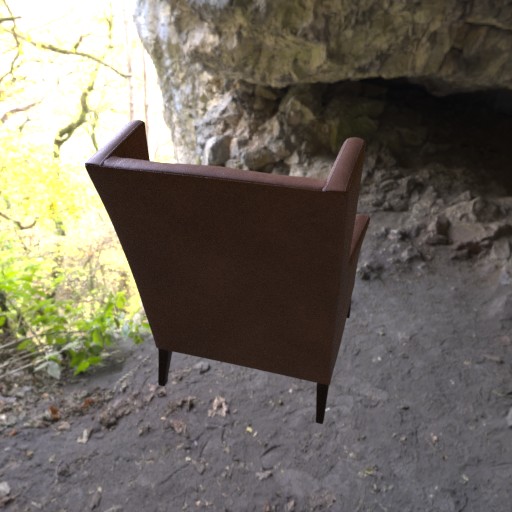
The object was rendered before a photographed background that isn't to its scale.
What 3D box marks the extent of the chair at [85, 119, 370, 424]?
[{"bbox_3d":[0.000,0.000,1.737,0.815,1.088,0.913,9,33,14],"label":"chair"}]
